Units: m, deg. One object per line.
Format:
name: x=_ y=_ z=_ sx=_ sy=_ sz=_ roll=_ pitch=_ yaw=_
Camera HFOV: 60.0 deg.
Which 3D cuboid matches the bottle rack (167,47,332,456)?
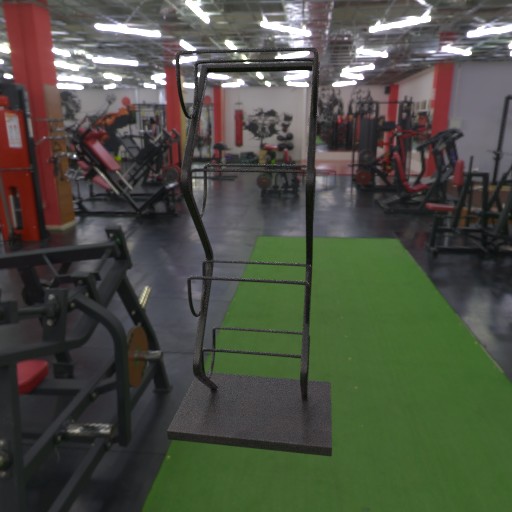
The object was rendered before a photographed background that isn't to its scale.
bottle rack: x=0.000 y=0.000 z=0.682 sx=0.254 sy=0.559 sz=0.178 roll=2 pitch=16 yaw=8
